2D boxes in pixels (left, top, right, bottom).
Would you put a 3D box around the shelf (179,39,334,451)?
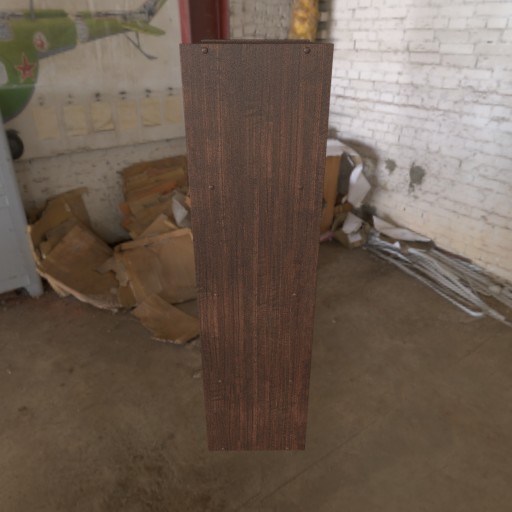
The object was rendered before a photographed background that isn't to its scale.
[{"bbox_3d":[0.000,0.000,1.260,0.290,1.099,0.415,0,27,0],"label":"shelf"}]
